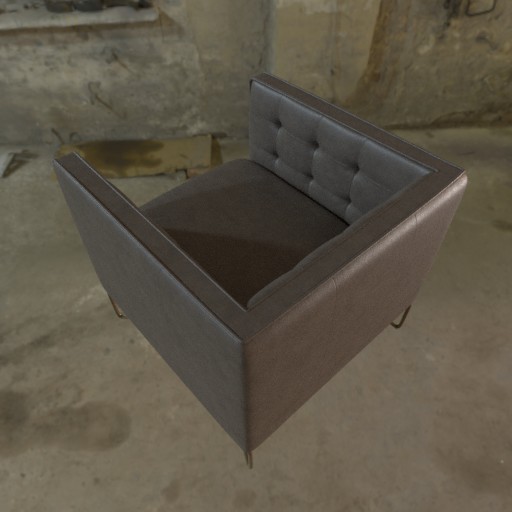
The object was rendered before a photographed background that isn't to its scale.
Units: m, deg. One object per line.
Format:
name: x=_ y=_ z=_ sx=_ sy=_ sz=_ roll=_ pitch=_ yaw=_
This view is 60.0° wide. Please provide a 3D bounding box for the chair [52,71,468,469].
chair: x=0.000 y=0.000 z=1.554 sx=0.880 sy=0.790 sz=0.894 roll=-34 pitch=56 yaw=-27
